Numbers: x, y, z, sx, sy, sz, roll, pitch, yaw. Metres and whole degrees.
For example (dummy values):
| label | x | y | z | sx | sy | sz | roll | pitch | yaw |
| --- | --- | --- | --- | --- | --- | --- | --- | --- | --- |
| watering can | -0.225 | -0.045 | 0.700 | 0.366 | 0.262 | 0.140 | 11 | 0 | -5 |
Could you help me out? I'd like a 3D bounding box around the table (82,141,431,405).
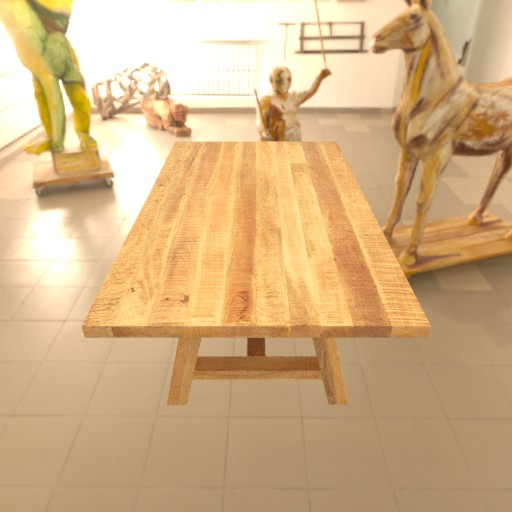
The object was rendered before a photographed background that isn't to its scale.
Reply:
| label | x | y | z | sx | sy | sz | roll | pitch | yaw |
| --- | --- | --- | --- | --- | --- | --- | --- | --- | --- |
| table | 0.000 | 0.000 | 1.644 | 0.760 | 0.455 | 1.320 | 0 | 32 | 0 |
